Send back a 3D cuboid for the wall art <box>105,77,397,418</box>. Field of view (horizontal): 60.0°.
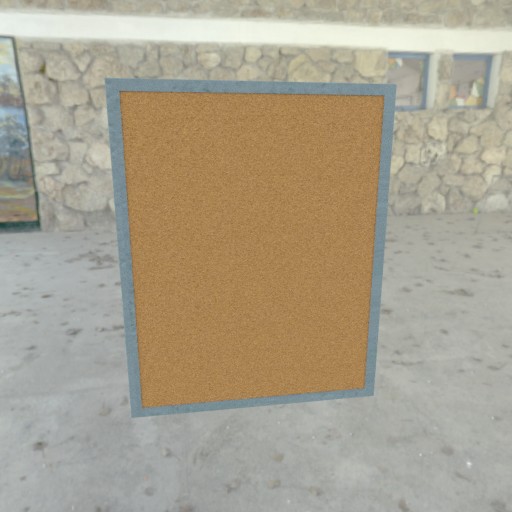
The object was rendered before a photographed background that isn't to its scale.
[{"bbox_3d":[0.000,0.000,0.693,0.409,0.509,0.037,-2,15,-9],"label":"wall art"}]
